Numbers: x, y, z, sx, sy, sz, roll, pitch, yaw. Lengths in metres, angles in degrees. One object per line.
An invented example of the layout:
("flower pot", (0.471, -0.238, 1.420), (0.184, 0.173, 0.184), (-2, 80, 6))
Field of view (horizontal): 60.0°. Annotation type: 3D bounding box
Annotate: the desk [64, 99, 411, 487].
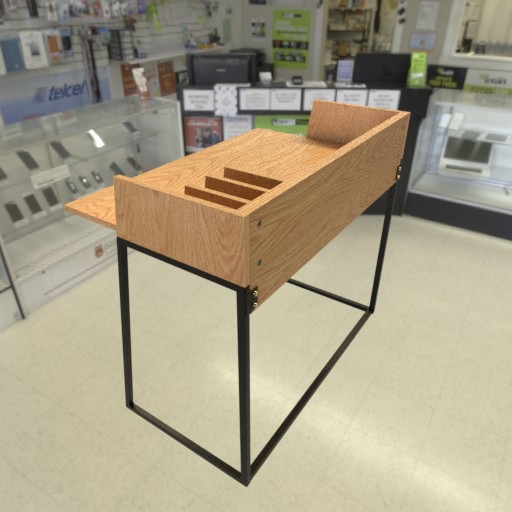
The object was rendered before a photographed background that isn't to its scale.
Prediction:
("desk", (0.000, 0.000, 1.883), (0.769, 1.061, 1.191), (20, 36, 29))
